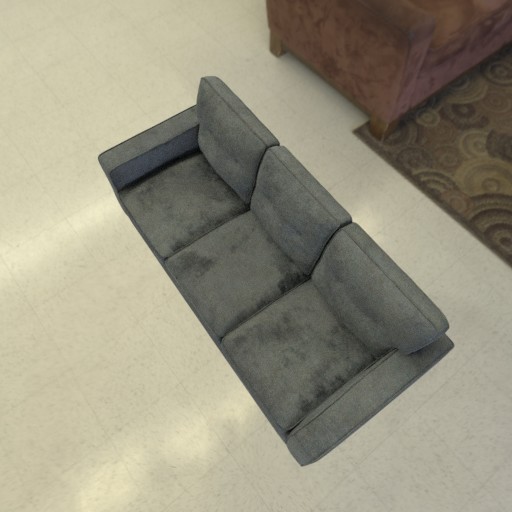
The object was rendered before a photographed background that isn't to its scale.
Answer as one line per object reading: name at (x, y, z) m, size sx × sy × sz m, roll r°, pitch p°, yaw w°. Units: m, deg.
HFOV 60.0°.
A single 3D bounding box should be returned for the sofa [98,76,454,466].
sofa at (0.000, 0.000, 2.604) m, size 0.939 × 0.965 × 2.133 m, roll -33°, pitch 68°, yaw -15°
